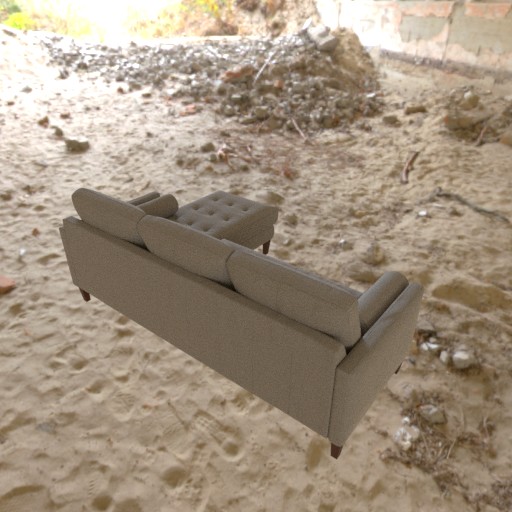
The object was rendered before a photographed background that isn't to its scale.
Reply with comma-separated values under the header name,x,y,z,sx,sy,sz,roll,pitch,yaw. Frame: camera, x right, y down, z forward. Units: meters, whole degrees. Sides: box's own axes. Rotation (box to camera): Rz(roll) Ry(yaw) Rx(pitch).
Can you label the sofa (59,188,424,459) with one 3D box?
name,x,y,z,sx,sy,sz,roll,pitch,yaw
sofa,0.000,0.000,2.954,2.178,0.875,1.506,22,36,32
